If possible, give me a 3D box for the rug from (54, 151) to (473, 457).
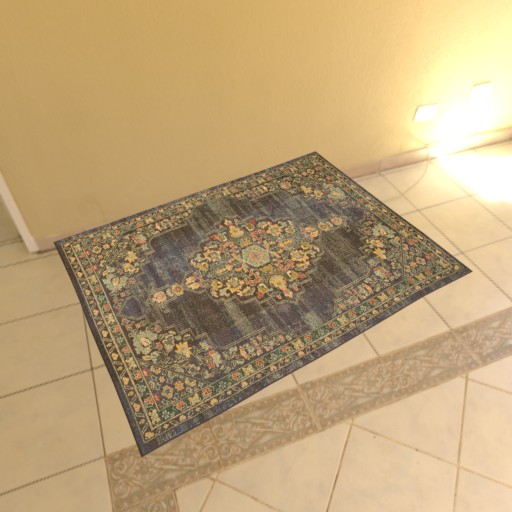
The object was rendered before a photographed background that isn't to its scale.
[{"bbox_3d":[0.000,0.000,4.737,3.612,0.035,2.716,-23,49,-22],"label":"rug"}]
